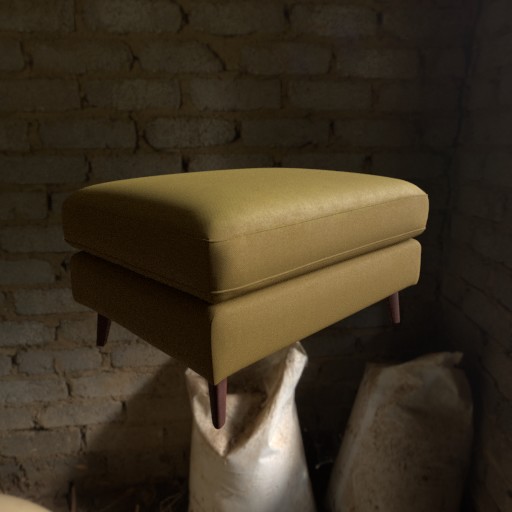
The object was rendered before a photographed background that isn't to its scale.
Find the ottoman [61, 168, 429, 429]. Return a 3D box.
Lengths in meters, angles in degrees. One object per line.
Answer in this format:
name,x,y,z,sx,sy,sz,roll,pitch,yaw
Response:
ottoman,0.000,0.000,1.188,0.811,0.449,0.608,-15,21,-43
